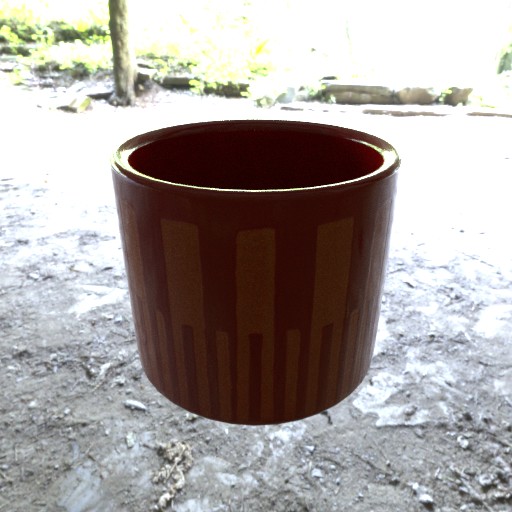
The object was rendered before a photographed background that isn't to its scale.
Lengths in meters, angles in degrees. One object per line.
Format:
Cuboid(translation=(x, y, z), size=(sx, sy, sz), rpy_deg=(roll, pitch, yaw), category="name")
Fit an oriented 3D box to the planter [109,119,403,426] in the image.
Cuboid(translation=(0.000, 0.000, 0.405), size=(0.230, 0.202, 0.230), rpy_deg=(0, 28, 0), category="planter")
